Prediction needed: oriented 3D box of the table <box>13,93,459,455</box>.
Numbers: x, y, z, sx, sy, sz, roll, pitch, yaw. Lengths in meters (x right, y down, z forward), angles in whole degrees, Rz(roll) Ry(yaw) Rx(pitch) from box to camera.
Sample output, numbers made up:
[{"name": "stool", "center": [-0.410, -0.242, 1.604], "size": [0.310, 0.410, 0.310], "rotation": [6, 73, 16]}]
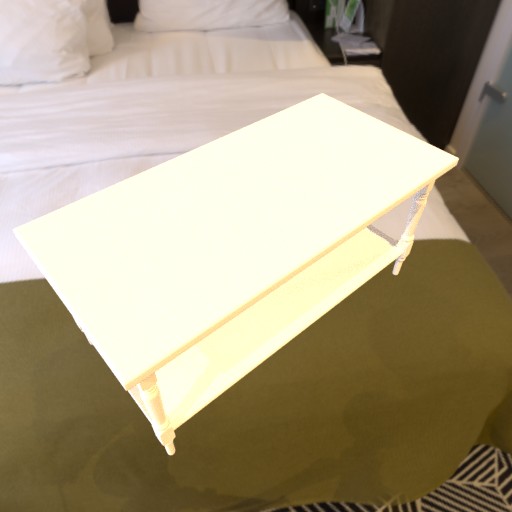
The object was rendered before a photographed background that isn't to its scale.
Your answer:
[{"name": "table", "center": [0.000, 0.000, 1.378], "size": [1.107, 0.510, 0.550], "rotation": [-32, 54, -27]}]
